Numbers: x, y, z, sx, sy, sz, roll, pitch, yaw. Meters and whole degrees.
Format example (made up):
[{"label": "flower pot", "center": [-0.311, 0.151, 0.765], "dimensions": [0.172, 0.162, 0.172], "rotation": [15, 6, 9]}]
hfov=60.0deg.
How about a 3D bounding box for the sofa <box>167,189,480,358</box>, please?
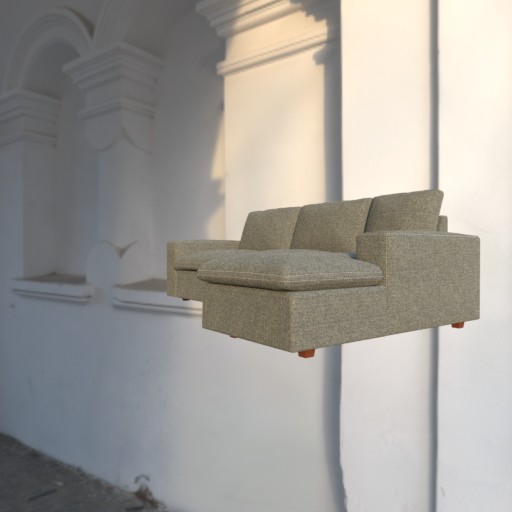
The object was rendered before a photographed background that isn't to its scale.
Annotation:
[{"label": "sofa", "center": [0.000, 0.000, 3.519], "dimensions": [1.689, 0.940, 2.718], "rotation": [0, 1, -37]}]
